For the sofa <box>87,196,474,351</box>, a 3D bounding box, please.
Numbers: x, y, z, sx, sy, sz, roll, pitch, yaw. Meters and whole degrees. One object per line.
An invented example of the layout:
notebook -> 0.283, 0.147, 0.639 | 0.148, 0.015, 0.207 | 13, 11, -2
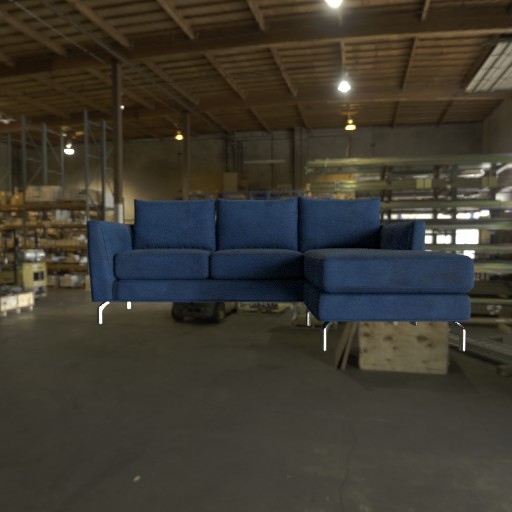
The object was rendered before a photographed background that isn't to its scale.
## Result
sofa -> 0.000, 0.000, 3.209 | 2.438, 0.987, 1.622 | 0, 2, 0
